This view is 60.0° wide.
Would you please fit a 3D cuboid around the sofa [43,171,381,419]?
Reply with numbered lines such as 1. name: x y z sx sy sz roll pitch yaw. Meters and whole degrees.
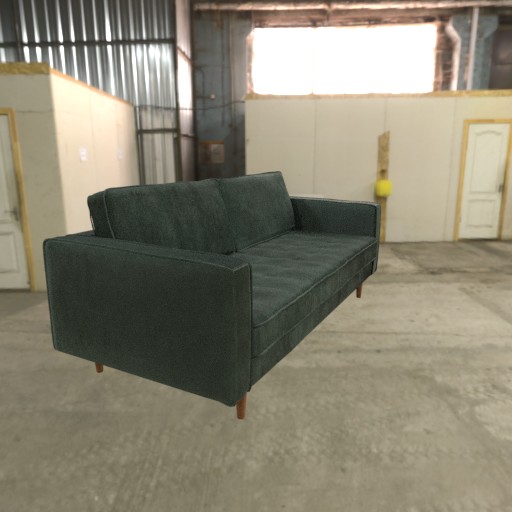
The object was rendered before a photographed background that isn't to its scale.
1. sofa: 0.000 0.000 2.264 0.886 0.781 1.816 7 15 28
